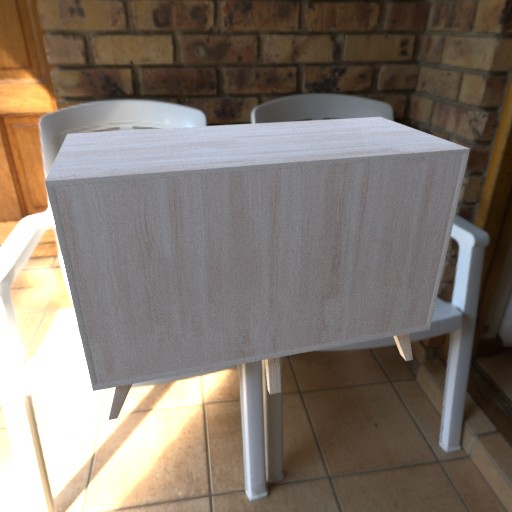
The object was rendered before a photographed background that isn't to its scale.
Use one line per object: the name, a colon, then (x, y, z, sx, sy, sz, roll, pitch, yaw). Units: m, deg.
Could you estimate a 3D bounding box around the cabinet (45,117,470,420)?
cabinet: (0.000, 0.000, 1.509, 1.110, 0.780, 0.500, -7, 28, -13)
